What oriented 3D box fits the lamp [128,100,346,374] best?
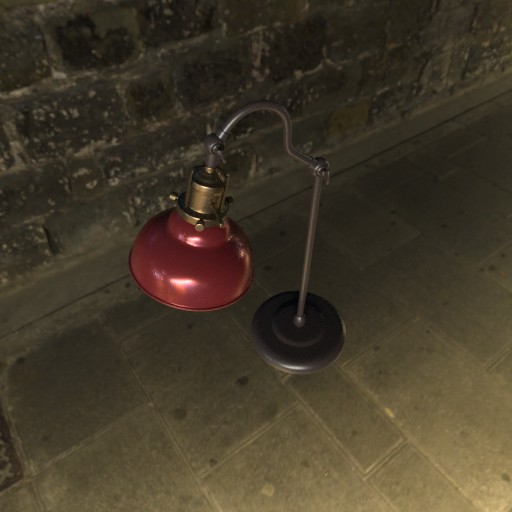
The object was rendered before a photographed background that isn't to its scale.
[{"bbox_3d":[0.000,0.000,0.688,0.374,0.508,0.192,-16,48,-15],"label":"lamp"}]
